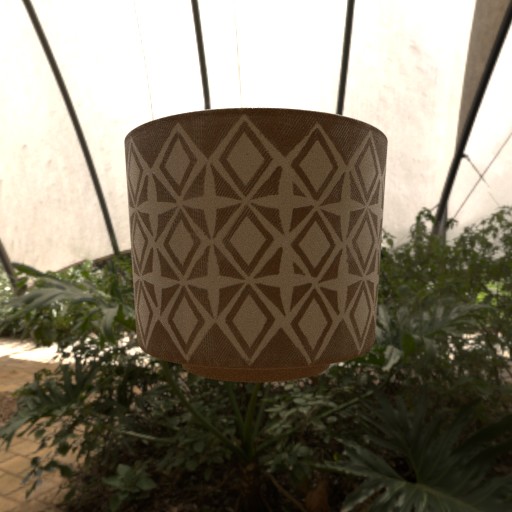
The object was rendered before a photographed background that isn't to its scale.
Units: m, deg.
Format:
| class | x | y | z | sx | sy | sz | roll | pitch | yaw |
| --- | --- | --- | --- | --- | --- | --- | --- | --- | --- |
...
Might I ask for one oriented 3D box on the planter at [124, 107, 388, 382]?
| class | x | y | z | sx | sy | sz | roll | pitch | yaw |
| --- | --- | --- | --- | --- | --- | --- | --- | --- | --- |
| planter | 0.000 | 0.000 | 0.456 | 0.260 | 0.220 | 0.260 | 0 | 0 | 0 |
